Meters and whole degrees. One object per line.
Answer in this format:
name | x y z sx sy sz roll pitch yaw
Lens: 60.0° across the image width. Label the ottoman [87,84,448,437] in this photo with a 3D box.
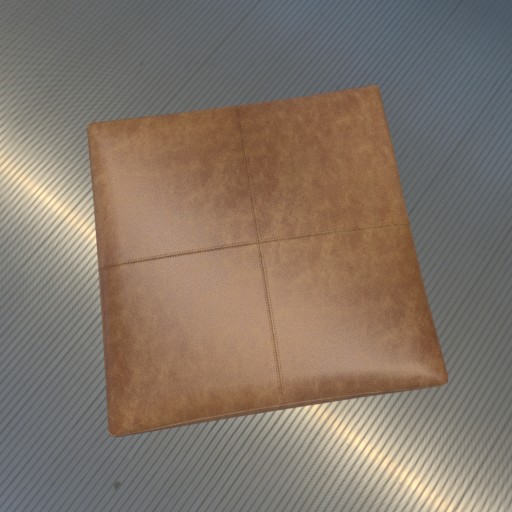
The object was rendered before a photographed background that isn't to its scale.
ottoman | 0.000 0.000 1.777 1.169 0.483 1.168 -8 77 -2
